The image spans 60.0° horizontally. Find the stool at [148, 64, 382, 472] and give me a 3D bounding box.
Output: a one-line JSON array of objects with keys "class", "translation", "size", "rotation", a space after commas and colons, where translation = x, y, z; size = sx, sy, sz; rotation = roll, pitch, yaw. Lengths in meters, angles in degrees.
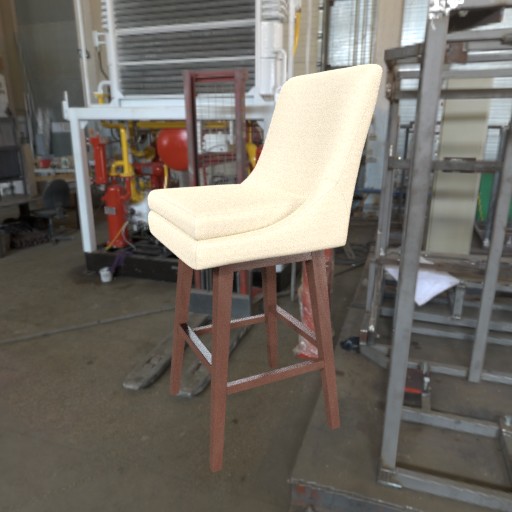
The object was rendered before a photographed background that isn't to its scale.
[{"class": "stool", "translation": [0.000, 0.000, 1.379], "size": [0.559, 1.093, 0.483], "rotation": [-8, 18, -25]}]
